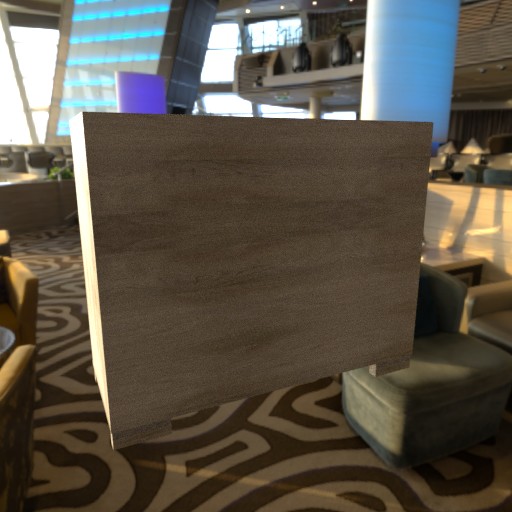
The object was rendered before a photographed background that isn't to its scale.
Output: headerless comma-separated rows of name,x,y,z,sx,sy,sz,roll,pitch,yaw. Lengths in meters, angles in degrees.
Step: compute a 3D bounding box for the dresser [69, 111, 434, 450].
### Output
dresser,0.000,0.000,1.401,0.994,0.816,0.404,-7,16,-25
